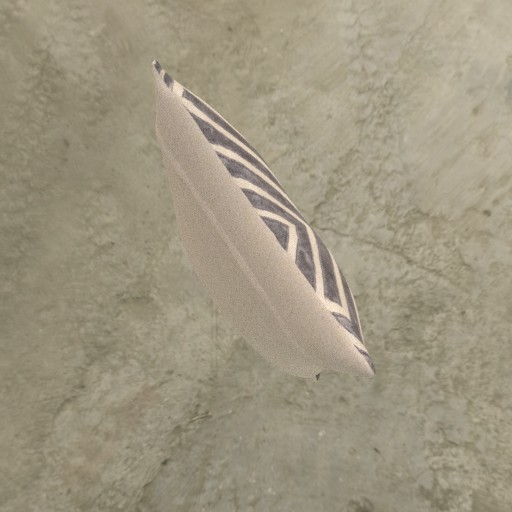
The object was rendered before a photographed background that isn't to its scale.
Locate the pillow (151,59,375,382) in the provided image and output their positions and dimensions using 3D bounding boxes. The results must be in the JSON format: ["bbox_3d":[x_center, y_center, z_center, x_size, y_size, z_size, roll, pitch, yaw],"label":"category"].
[{"bbox_3d":[0.000,0.000,0.677,0.182,0.441,0.440,-32,77,-8],"label":"pillow"}]
